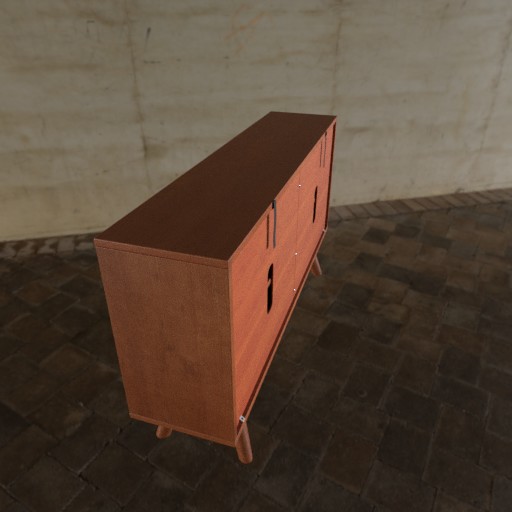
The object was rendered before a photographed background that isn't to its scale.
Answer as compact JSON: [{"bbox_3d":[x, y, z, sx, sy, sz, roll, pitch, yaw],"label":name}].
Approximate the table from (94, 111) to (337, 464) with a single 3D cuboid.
[{"bbox_3d":[0.000,0.000,1.502,0.308,0.698,1.220,9,31,16],"label":"table"}]
